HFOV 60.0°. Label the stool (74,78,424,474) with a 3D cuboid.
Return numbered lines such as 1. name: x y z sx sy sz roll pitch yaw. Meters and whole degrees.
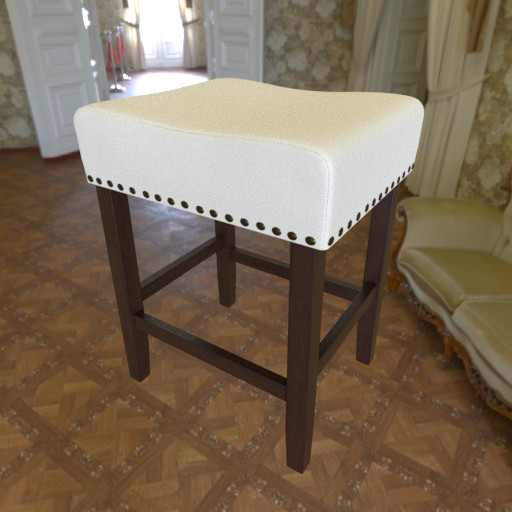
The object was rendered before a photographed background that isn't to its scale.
1. stool: 0.000 0.000 0.897 0.471 0.609 0.401 18 34 28
